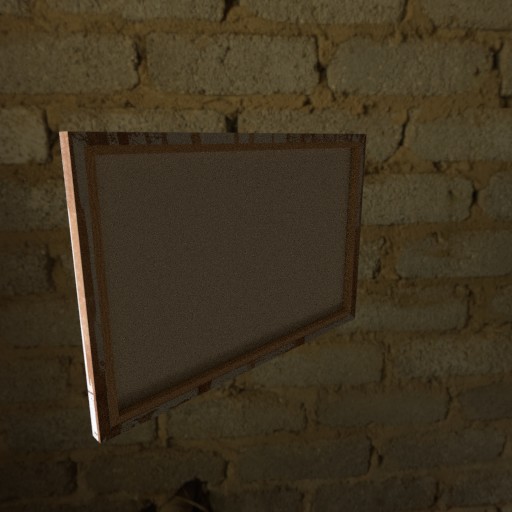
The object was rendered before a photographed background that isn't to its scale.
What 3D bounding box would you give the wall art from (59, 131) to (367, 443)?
[{"bbox_3d":[0.000,0.000,1.139,0.914,0.609,0.035,-14,21,-43],"label":"wall art"}]
